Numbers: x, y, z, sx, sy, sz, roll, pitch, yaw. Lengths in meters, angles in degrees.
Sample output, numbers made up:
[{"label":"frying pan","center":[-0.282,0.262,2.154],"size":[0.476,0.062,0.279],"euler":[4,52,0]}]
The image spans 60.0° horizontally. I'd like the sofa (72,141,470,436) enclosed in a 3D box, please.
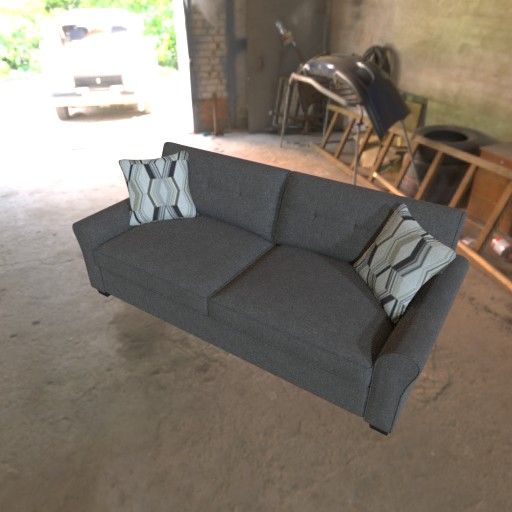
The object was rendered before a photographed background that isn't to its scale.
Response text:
[{"label":"sofa","center":[0.000,0.000,2.457],"size":[2.032,0.813,0.889],"euler":[19,37,28]}]
